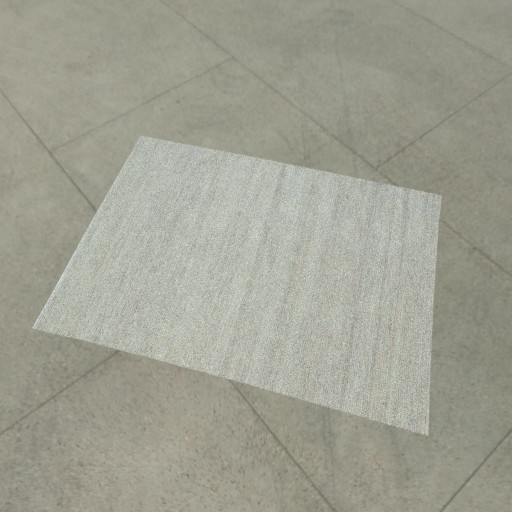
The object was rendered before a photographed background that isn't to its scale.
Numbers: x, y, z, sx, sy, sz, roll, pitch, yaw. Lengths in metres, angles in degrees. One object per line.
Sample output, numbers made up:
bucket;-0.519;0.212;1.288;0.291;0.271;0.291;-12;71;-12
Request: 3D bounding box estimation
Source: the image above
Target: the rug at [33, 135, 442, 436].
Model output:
rug;0.000;0.000;2.823;2.264;0.030;1.624;13;60;8
